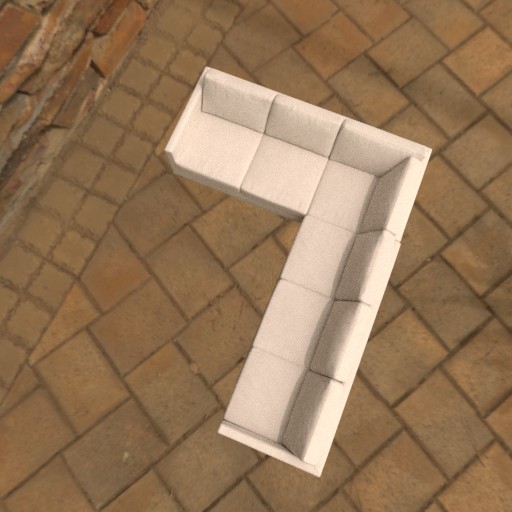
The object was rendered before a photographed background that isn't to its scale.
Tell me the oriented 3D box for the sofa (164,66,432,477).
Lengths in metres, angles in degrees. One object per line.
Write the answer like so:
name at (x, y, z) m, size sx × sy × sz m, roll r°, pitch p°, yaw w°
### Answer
sofa at (0.000, 0.000, 4.300) m, size 2.432 × 0.863 × 3.182 m, roll 22°, pitch 78°, yaw 5°
